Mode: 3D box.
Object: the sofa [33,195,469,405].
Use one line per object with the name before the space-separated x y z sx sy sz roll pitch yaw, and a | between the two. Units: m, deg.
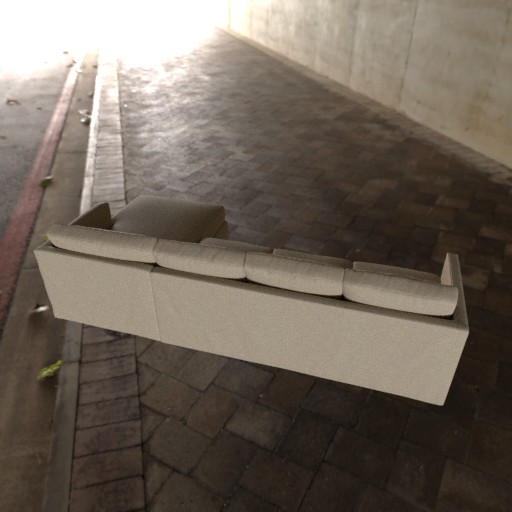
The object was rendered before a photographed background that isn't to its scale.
sofa | 0.000 0.000 3.840 3.206 0.871 1.622 9 34 14
